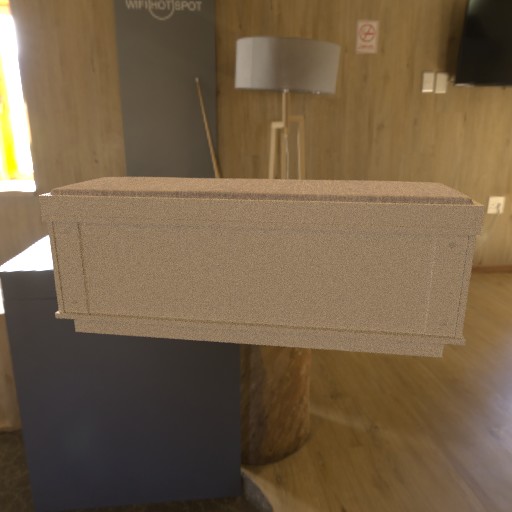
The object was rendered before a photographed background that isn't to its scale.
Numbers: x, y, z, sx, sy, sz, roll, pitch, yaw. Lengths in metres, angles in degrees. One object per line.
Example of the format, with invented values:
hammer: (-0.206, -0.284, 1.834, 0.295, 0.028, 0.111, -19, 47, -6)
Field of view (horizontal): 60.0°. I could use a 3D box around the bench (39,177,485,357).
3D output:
bench: (0.000, 0.000, 1.407, 1.196, 0.453, 0.363, 2, 16, 8)
